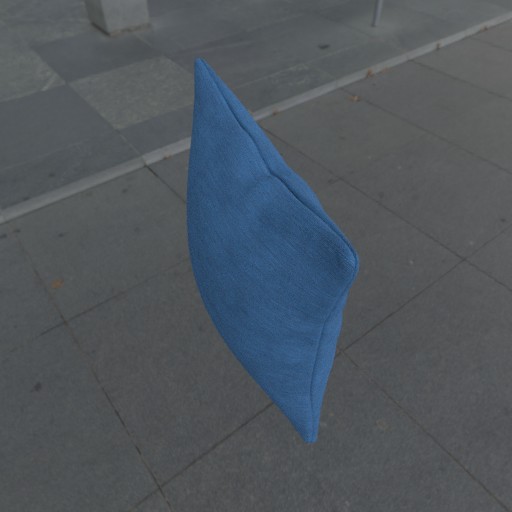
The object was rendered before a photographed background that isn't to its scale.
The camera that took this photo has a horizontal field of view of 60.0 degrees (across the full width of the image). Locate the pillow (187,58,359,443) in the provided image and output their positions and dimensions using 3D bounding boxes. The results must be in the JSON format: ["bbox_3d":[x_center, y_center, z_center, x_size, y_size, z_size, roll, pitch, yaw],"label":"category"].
[{"bbox_3d":[0.000,0.000,0.654,0.177,0.420,0.437,-17,49,-15],"label":"pillow"}]
